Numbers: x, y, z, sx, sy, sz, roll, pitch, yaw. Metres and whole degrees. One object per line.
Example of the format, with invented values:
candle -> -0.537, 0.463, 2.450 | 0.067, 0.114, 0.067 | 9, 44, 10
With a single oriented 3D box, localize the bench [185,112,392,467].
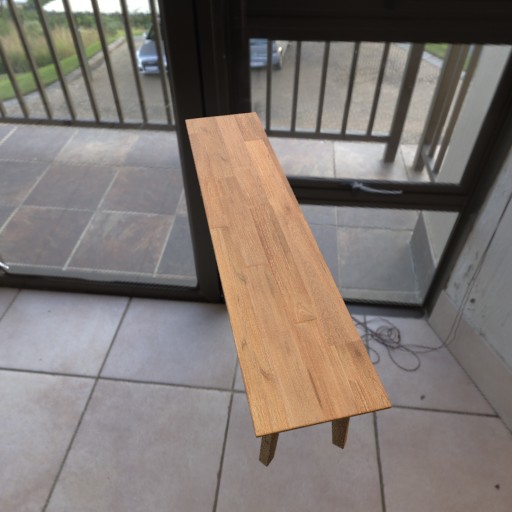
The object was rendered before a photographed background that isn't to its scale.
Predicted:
bench -> 0.000, 0.000, 1.904 | 0.378, 0.431, 1.698 | -9, 46, -9
